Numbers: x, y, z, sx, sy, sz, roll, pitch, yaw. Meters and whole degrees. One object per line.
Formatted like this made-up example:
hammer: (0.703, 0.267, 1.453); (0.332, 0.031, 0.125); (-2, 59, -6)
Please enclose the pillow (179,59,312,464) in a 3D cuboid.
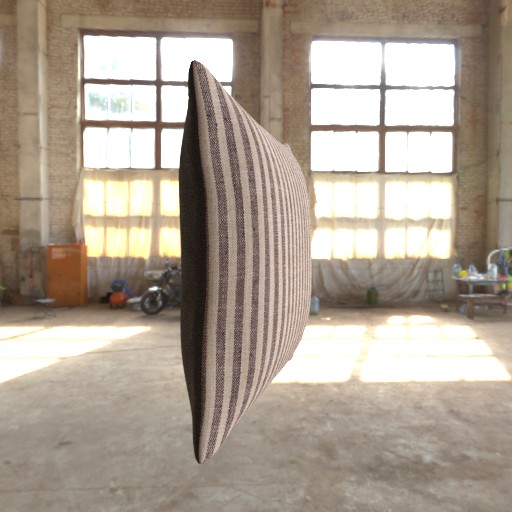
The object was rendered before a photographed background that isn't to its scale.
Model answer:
pillow: (0.000, 0.000, 0.794); (0.166, 0.506, 0.523); (1, 2, 17)
